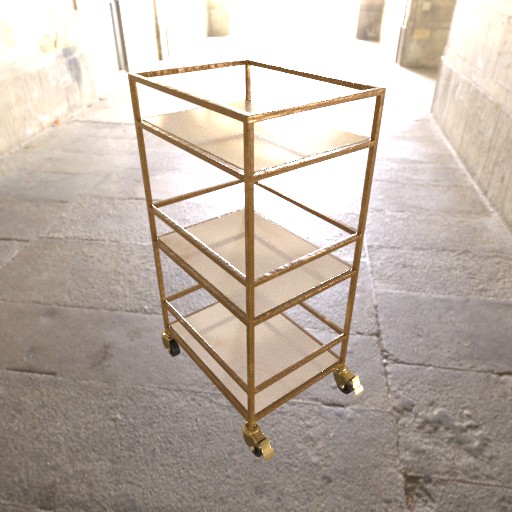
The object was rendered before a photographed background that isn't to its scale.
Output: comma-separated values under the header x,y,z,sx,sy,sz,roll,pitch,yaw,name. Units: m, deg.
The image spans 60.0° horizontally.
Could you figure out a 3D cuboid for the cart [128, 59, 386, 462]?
x,y,z,sx,sy,sz,roll,pitch,yaw,name
0.000,0.000,1.023,0.332,0.761,0.483,-22,39,-31,cart
